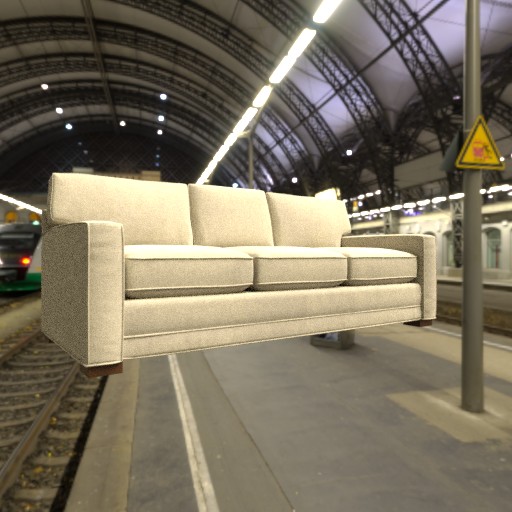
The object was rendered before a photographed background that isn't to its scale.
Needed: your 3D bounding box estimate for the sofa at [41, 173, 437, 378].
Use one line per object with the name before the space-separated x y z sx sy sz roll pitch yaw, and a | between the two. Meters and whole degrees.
sofa | 0.000 0.000 2.516 2.093 0.862 0.936 0 0 -35
